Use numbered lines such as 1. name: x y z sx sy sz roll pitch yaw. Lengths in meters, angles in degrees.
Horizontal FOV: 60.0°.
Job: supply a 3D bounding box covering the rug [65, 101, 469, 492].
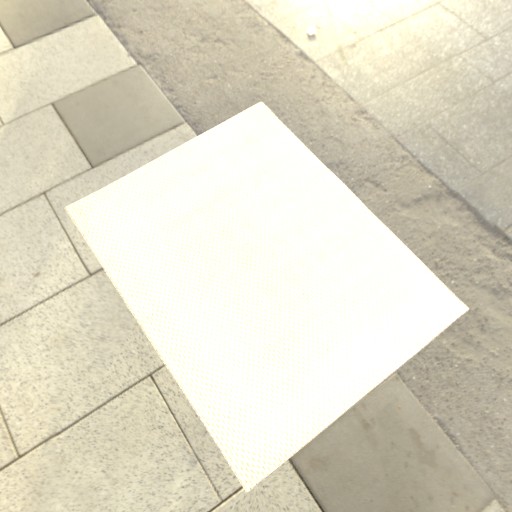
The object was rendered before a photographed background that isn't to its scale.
1. rug: 0.000 0.000 3.889 2.277 0.035 2.897 -33 68 -15
